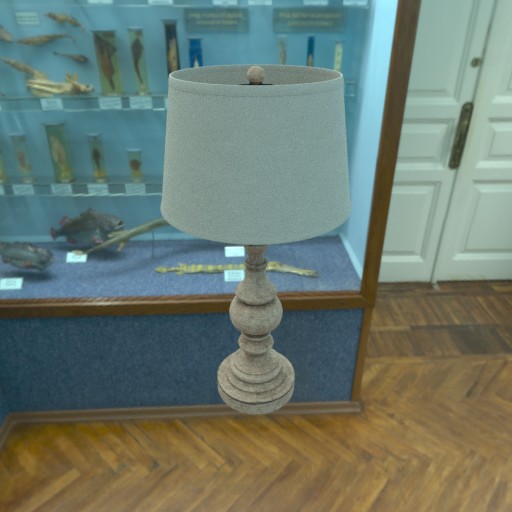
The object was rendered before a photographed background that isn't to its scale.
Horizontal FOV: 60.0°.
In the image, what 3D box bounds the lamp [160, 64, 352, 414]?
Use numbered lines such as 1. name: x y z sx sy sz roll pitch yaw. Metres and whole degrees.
1. lamp: 0.000 0.000 0.857 0.340 0.678 0.340 0 29 0
